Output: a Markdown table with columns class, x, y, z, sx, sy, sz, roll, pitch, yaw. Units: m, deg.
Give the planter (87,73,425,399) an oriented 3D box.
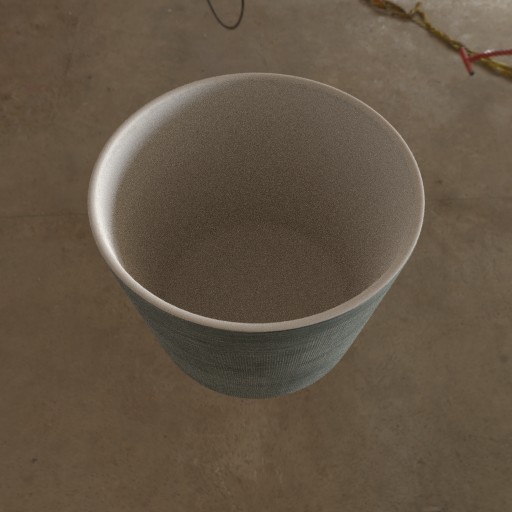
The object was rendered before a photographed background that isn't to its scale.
| class | x | y | z | sx | sy | sz | roll | pitch | yaw |
| --- | --- | --- | --- | --- | --- | --- | --- | --- | --- |
| planter | 0.000 | 0.000 | 0.756 | 0.440 | 0.398 | 0.440 | 0 | 58 | 0 |
